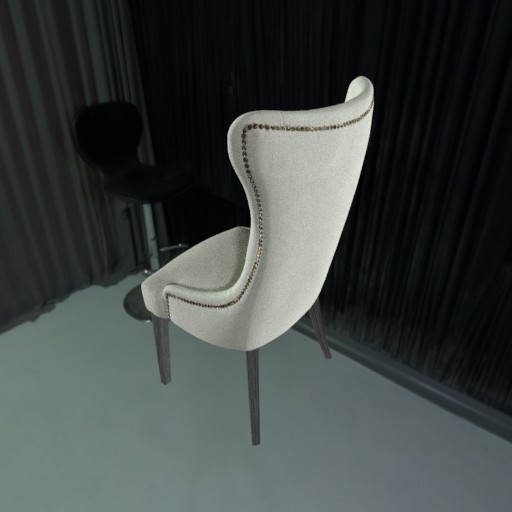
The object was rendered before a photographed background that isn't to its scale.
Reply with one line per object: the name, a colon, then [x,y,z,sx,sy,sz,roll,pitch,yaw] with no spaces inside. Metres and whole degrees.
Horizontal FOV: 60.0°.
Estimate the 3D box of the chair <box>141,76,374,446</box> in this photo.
chair: [0.000,0.000,1.437,0.590,1.065,0.584,21,37,31]
